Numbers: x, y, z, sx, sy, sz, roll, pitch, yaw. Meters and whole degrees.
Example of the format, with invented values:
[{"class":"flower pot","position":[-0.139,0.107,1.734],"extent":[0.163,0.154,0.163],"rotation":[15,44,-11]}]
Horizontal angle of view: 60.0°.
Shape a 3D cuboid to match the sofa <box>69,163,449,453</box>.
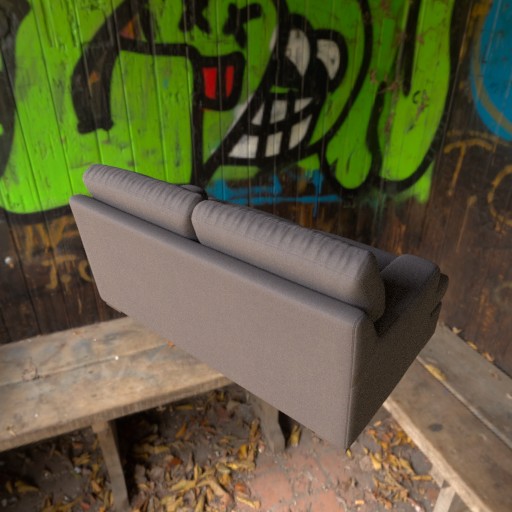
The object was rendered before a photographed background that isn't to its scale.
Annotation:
[{"class":"sofa","position":[0.000,0.000,2.501],"extent":[1.880,0.940,1.143],"rotation":[22,36,34]}]
